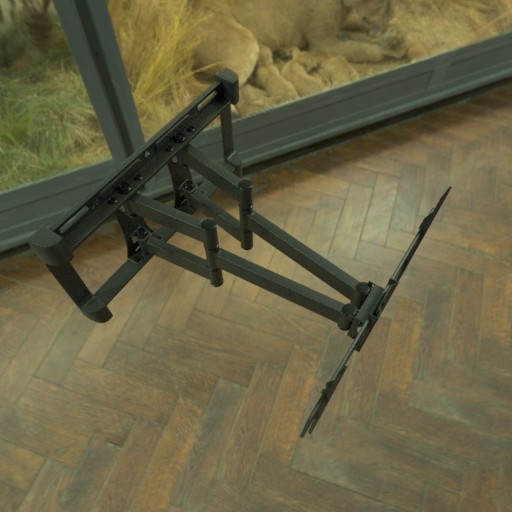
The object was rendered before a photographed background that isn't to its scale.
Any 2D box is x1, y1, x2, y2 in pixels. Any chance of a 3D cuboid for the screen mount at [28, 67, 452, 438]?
[{"bbox_3d":[0.000,0.000,0.939,0.556,0.424,0.571,30,63,17],"label":"screen mount"}]
